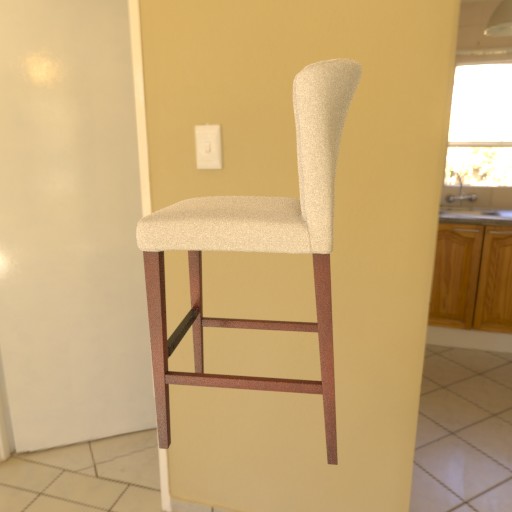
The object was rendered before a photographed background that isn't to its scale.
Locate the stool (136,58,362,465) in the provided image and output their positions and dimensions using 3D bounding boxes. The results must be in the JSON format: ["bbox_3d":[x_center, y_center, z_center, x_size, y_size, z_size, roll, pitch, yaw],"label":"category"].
[{"bbox_3d":[0.000,0.000,1.341,0.568,1.069,0.479,2,14,7],"label":"stool"}]
